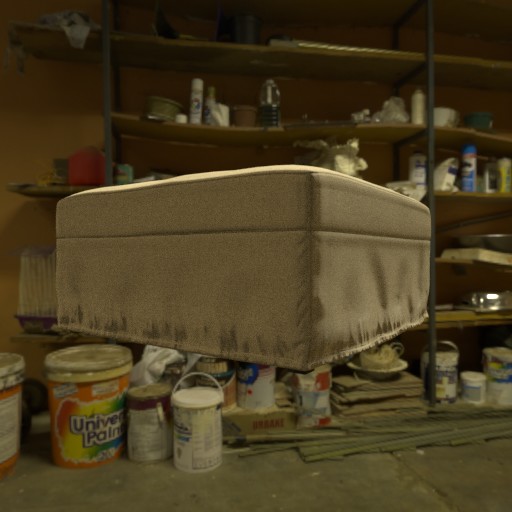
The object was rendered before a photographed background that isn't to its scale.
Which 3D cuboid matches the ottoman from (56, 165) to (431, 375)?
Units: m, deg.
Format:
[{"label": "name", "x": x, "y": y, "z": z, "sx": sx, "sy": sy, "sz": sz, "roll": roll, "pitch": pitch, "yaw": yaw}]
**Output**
[{"label": "ottoman", "x": 0.000, "y": 0.000, "z": 1.348, "sx": 0.843, "sy": 0.436, "sz": 0.840, "roll": 0, "pitch": 0, "yaw": 36}]
